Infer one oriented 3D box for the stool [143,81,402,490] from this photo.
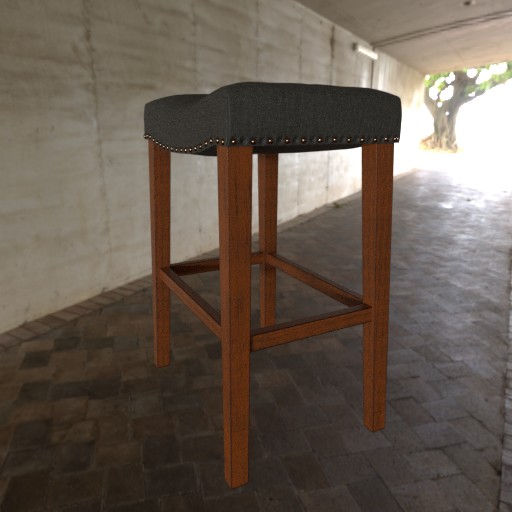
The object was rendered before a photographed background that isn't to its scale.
[{"bbox_3d":[0.000,0.000,0.868,0.320,0.612,0.439,-8,18,-27],"label":"stool"}]
